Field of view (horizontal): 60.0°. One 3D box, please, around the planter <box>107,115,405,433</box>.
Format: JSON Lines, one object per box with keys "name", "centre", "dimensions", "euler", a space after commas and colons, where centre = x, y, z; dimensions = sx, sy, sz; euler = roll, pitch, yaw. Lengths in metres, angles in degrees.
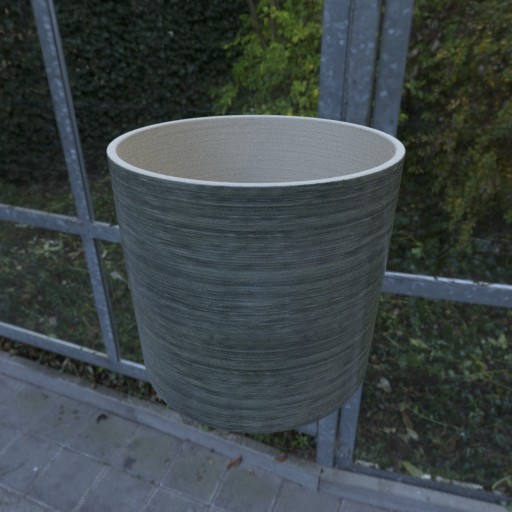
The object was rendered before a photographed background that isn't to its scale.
{"name": "planter", "centre": [0.000, 0.000, 0.388], "dimensions": [0.221, 0.201, 0.221], "euler": [0, 27, 0]}
